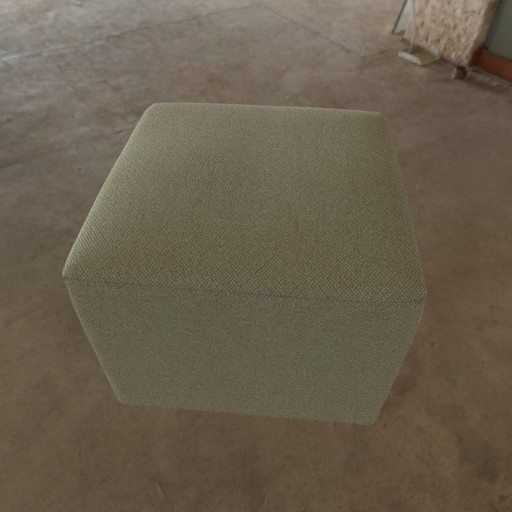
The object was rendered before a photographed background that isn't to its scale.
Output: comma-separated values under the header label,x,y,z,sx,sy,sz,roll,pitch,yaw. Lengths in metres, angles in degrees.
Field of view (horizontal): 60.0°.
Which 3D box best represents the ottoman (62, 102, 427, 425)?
label,x,y,z,sx,sy,sz,roll,pitch,yaw
ottoman,0.000,0.000,0.906,0.521,0.453,0.512,4,46,3
